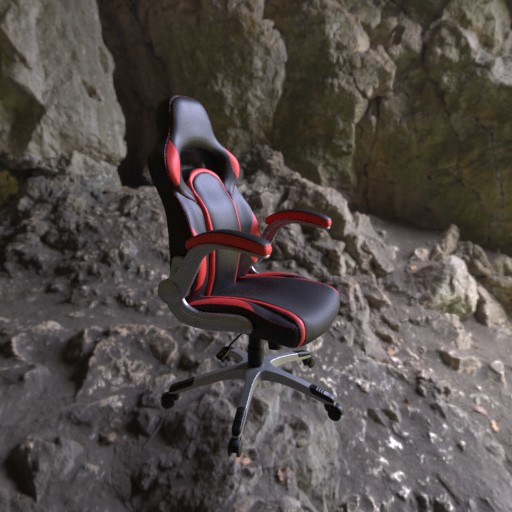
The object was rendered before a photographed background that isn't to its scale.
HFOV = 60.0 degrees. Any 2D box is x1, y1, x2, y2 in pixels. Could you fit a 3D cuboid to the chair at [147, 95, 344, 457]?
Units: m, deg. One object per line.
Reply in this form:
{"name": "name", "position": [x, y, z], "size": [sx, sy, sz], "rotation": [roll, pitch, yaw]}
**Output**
{"name": "chair", "position": [0.000, 0.000, 1.652], "size": [0.712, 1.165, 0.758], "rotation": [6, 14, 26]}
